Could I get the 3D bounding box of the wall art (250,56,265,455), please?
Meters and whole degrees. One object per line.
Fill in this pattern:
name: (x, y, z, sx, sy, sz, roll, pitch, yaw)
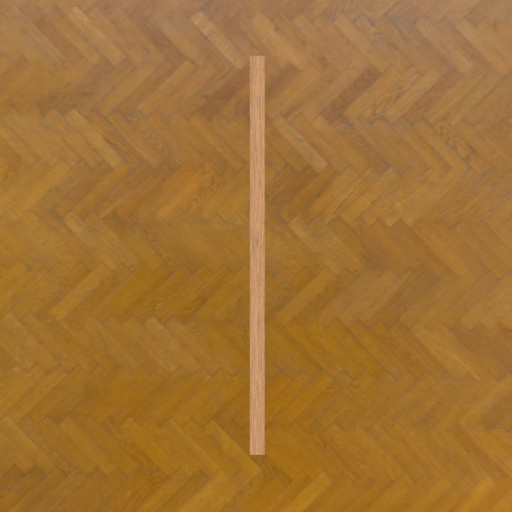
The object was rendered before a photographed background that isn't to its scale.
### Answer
wall art: (0.000, 0.000, 1.352, 0.028, 1.016, 0.765, 0, 90, 0)
